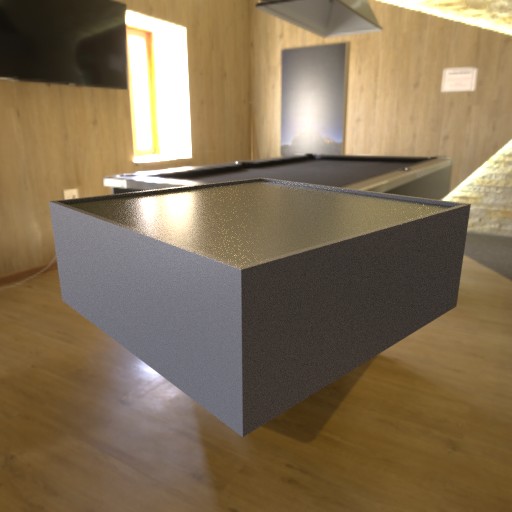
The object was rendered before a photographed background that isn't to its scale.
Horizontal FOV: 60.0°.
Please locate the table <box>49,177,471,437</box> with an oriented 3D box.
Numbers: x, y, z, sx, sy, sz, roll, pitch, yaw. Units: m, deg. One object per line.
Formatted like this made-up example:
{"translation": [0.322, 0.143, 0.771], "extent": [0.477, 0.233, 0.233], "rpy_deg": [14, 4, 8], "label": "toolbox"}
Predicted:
{"translation": [0.000, 0.000, 1.232], "extent": [0.801, 0.299, 0.801], "rpy_deg": [-15, 22, -41], "label": "table"}
